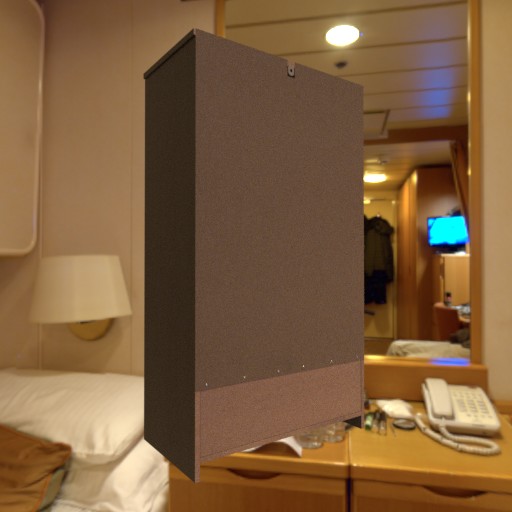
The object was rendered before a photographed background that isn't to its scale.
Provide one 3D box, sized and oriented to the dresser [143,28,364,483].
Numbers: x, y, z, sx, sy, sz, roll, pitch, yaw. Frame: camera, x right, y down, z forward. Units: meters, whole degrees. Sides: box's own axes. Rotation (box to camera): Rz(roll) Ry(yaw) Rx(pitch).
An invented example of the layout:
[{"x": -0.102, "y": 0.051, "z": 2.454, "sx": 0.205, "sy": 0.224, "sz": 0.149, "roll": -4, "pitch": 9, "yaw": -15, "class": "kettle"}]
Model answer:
[{"x": 0.000, "y": 0.000, "z": 1.582, "sx": 0.704, "sy": 1.255, "sz": 0.399, "roll": 1, "pitch": -1, "yaw": -36, "class": "dresser"}]
